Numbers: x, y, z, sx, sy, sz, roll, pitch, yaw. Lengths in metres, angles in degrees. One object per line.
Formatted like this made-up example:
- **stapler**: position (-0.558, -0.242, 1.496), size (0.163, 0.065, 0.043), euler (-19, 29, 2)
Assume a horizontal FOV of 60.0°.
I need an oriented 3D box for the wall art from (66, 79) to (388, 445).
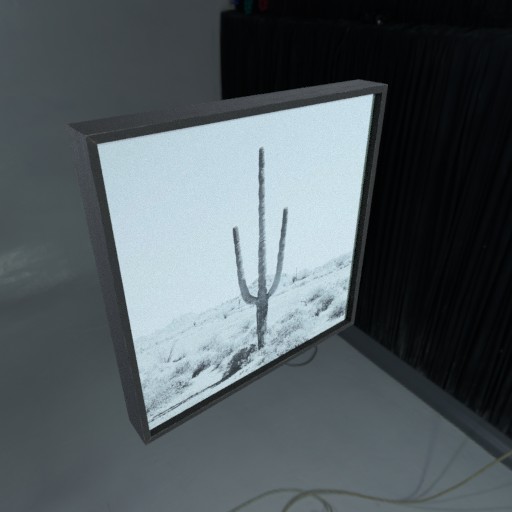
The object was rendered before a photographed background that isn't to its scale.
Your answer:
- **wall art**: position (0.000, 0.000, 0.452), size (0.305, 0.305, 0.038), euler (-22, 37, -32)
